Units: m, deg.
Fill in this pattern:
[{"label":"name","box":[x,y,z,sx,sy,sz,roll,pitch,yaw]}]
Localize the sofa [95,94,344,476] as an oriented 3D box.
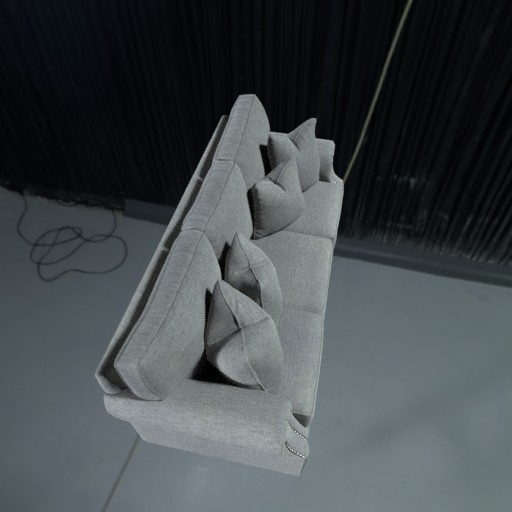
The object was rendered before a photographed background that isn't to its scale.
[{"label":"sofa","box":[0.000,0.000,2.729,0.965,0.975,2.312,9,49,8]}]
